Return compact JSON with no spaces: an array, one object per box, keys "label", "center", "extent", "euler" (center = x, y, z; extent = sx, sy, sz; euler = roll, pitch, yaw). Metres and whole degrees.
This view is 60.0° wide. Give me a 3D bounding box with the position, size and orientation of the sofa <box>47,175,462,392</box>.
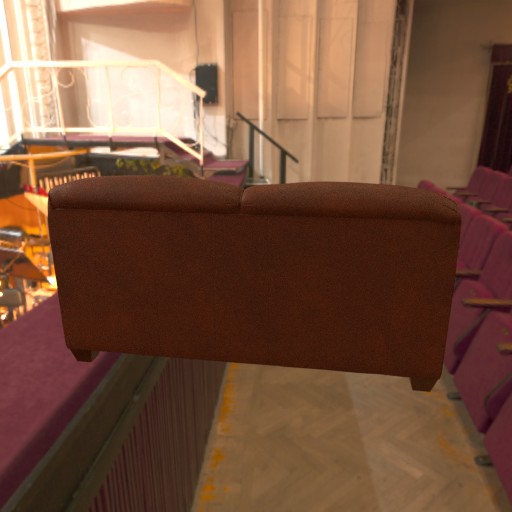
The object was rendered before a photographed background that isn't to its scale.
[{"label":"sofa","center":[0.000,0.000,2.466],"extent":[1.856,0.966,1.000],"euler":[3,17,9]}]
